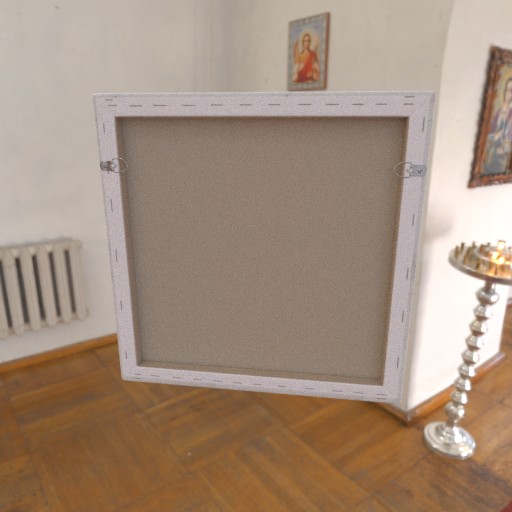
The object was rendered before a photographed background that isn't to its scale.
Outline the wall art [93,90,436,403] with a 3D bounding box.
[{"bbox_3d":[0.000,0.000,1.099,0.762,0.762,0.038,2,17,8],"label":"wall art"}]
